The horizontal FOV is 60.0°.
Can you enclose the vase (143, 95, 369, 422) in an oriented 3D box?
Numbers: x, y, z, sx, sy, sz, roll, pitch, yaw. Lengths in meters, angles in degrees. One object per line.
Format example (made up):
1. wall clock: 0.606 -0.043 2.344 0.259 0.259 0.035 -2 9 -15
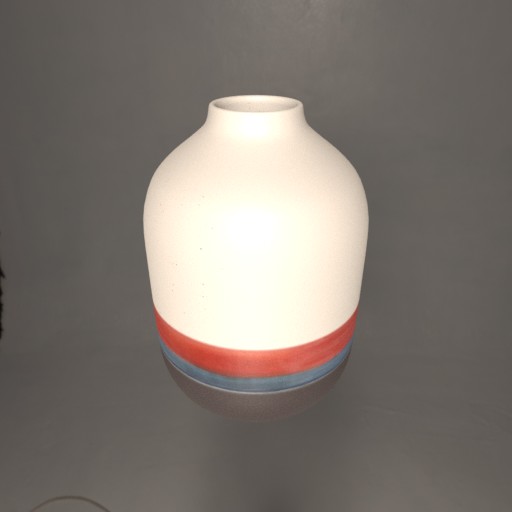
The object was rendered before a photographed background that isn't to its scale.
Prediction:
1. vase: 0.000 0.000 0.357 0.169 0.237 0.169 0 29 0
